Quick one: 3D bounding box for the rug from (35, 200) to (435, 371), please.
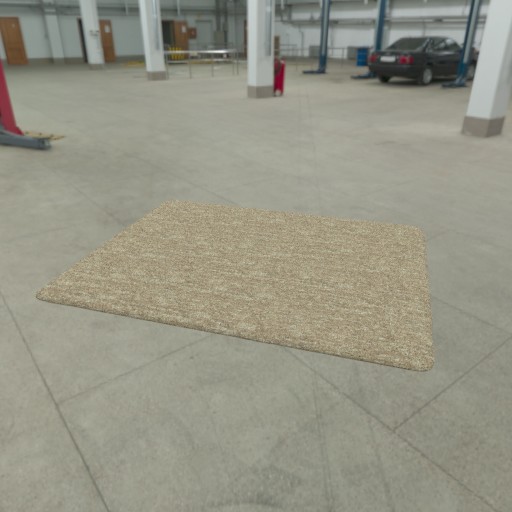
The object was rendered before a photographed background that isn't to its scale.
[{"bbox_3d":[0.000,0.000,3.875,2.873,0.050,2.242,8,28,15],"label":"rug"}]
